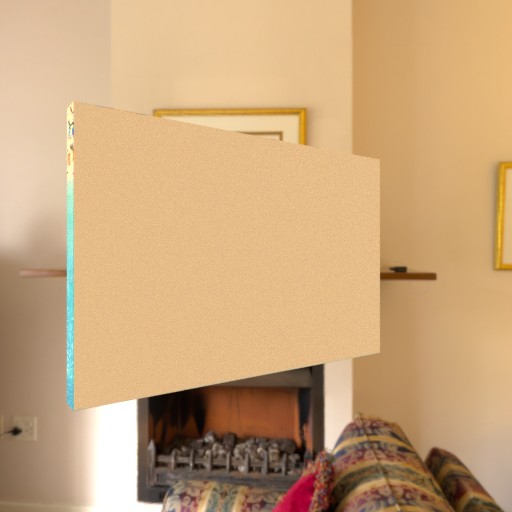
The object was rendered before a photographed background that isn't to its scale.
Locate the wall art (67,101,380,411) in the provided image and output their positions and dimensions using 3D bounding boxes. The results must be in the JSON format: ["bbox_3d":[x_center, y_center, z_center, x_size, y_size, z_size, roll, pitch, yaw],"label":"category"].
[{"bbox_3d":[0.000,0.000,0.769,0.609,0.406,0.039,0,0,-35],"label":"wall art"}]
